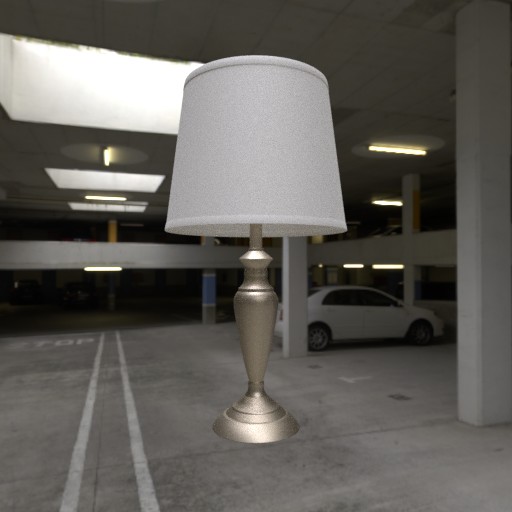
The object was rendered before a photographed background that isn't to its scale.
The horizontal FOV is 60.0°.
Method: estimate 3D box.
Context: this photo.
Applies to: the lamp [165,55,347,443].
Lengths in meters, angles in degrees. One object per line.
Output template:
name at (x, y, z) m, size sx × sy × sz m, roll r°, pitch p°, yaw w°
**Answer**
lamp at (0.000, 0.000, 0.814) m, size 0.328 × 0.619 × 0.328 m, roll 0°, pitch -1°, yaw 0°
